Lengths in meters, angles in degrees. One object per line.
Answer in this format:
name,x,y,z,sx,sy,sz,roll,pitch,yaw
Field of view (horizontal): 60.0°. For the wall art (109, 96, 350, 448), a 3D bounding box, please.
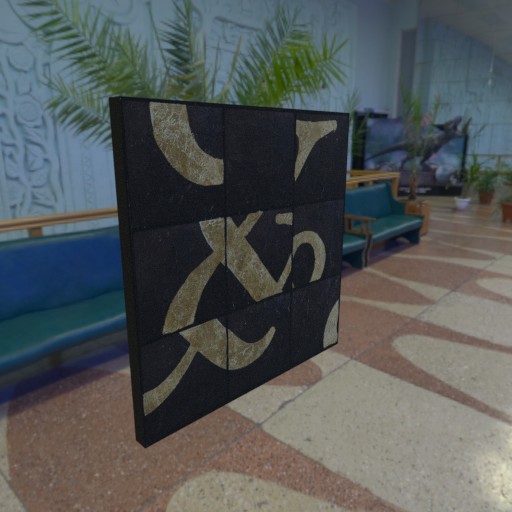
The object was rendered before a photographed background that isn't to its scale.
wall art,0.000,0.000,1.187,0.044,0.758,0.758,14,20,43
